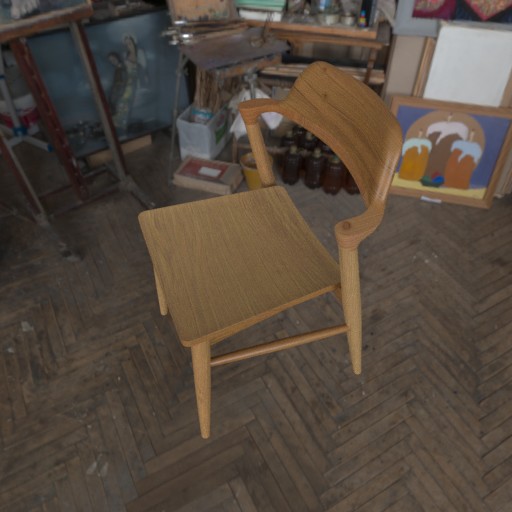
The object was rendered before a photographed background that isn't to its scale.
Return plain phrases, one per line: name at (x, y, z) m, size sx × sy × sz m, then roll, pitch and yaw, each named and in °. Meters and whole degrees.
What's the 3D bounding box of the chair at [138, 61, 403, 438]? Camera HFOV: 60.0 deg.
chair at (0.000, 0.000, 1.109) m, size 0.499 × 0.792 × 0.512 m, roll -17°, pitch 49°, yaw -15°
